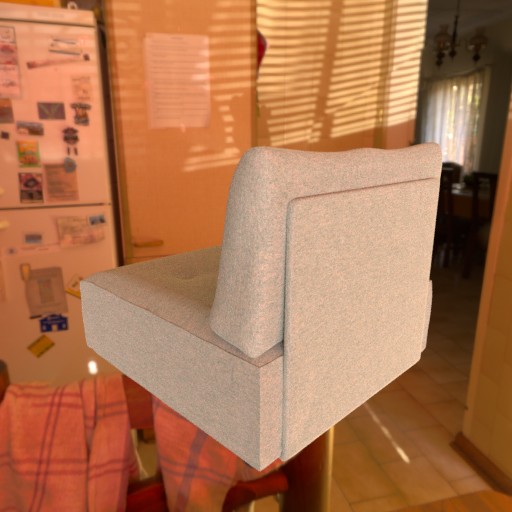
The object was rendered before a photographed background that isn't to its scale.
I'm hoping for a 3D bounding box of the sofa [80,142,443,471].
[{"bbox_3d":[0.000,0.000,1.649,0.930,0.820,1.000,-15,21,-43],"label":"sofa"}]
